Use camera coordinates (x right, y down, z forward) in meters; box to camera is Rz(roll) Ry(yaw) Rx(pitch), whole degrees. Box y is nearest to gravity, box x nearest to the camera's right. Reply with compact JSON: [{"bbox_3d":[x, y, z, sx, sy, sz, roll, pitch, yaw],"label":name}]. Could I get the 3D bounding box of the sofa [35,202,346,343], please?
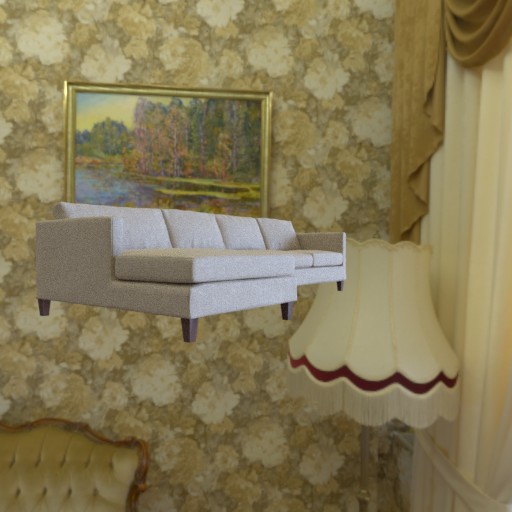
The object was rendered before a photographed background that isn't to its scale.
[{"bbox_3d":[0.000,0.000,3.979,1.625,0.846,3.186,1,1,37],"label":"sofa"}]
